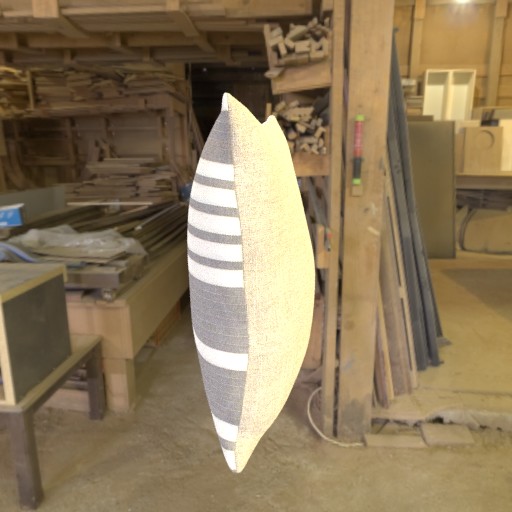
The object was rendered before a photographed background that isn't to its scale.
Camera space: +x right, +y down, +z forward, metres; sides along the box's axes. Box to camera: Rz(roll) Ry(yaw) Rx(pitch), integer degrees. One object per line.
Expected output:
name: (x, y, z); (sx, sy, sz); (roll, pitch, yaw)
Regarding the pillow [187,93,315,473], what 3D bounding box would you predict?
pillow: (0.000, 0.000, 0.682); (0.182, 0.440, 0.439); (2, 14, 8)
